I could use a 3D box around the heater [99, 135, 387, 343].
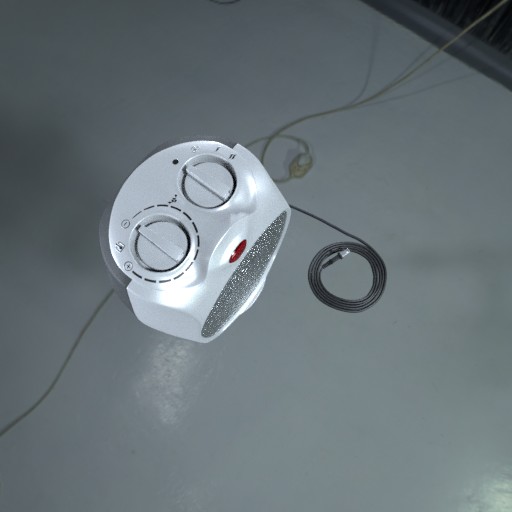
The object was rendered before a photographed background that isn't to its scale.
[{"bbox_3d":[0.000,0.000,0.457,0.291,0.240,0.239,34,79,8],"label":"heater"}]
